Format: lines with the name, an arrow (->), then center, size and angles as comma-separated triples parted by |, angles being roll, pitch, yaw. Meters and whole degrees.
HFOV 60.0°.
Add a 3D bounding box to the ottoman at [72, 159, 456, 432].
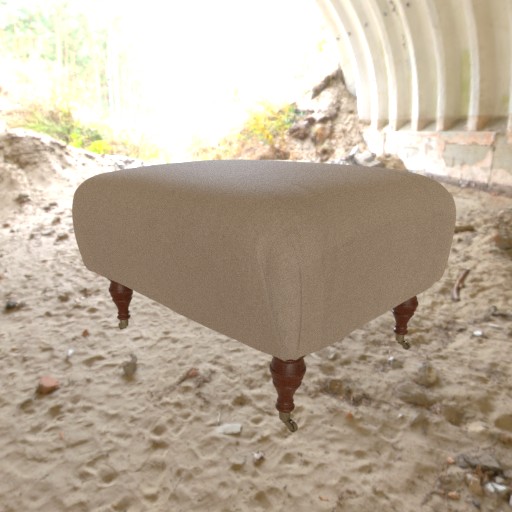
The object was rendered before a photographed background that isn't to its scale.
ottoman -> 0.000, 0.000, 1.075 | 0.746, 0.450, 0.622 | 15, 22, 42
